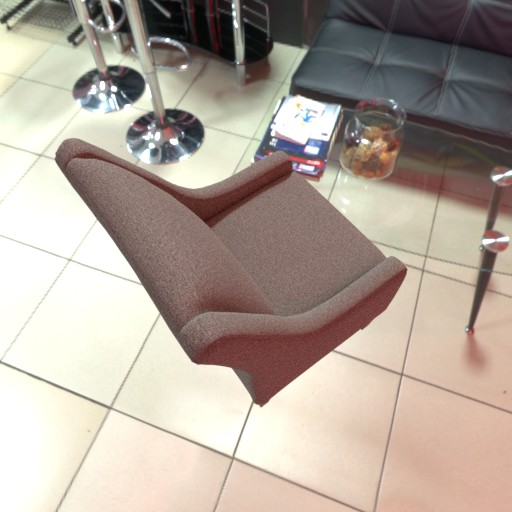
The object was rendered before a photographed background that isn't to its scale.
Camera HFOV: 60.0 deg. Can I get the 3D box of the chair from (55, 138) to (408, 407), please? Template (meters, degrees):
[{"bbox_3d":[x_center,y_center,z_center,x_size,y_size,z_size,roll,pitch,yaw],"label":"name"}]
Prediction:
[{"bbox_3d":[0.000,0.000,1.616,0.870,1.016,0.774,-32,64,-18],"label":"chair"}]
